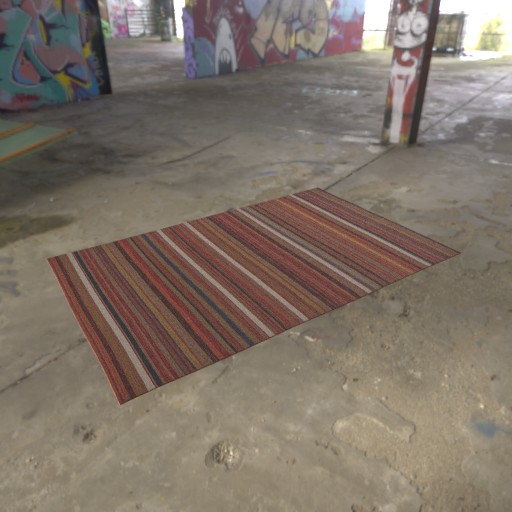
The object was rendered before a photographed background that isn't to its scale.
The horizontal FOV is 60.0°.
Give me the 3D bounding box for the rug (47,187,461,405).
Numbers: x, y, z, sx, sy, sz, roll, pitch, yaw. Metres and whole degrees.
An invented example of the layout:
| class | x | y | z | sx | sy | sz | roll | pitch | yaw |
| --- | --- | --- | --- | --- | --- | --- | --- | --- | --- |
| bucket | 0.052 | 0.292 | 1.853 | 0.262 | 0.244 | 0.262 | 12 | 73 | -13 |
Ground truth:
| class | x | y | z | sx | sy | sz | roll | pitch | yaw |
| --- | --- | --- | --- | --- | --- | --- | --- | --- | --- |
| rug | 0.000 | 0.000 | 3.066 | 2.438 | 0.008 | 1.523 | -18 | 35 | -29 |
